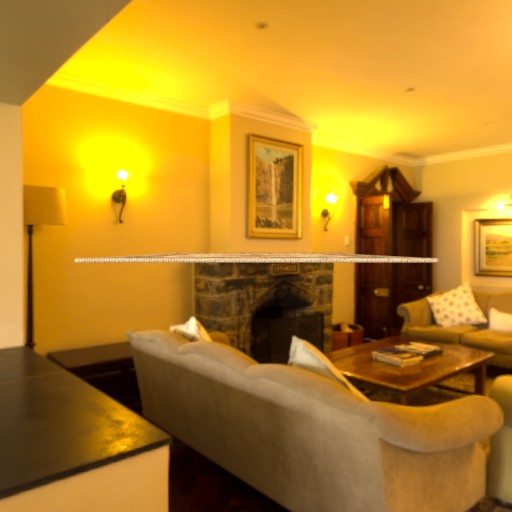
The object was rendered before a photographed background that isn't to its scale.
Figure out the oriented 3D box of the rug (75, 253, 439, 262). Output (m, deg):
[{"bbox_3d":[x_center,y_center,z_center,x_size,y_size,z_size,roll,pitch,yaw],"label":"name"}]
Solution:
[{"bbox_3d":[0.000,0.000,2.387,1.225,0.015,1.840,0,1,0],"label":"rug"}]
